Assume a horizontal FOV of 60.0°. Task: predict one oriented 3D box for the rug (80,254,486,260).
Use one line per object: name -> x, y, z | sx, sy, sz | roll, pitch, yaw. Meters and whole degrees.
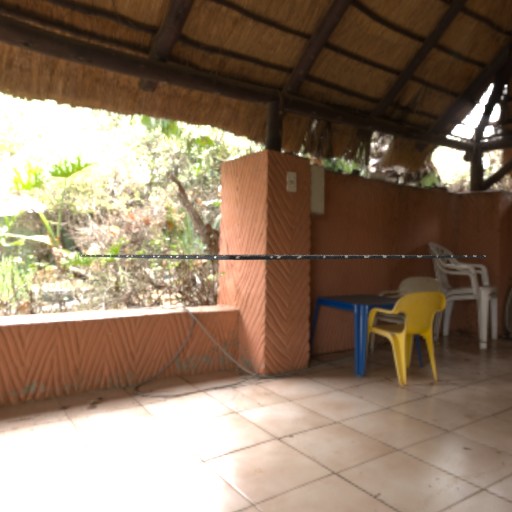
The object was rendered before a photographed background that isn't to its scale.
rug -> 0.000, 0.000, 4.126 | 2.439, 0.022, 3.047 | 0, 0, -35
